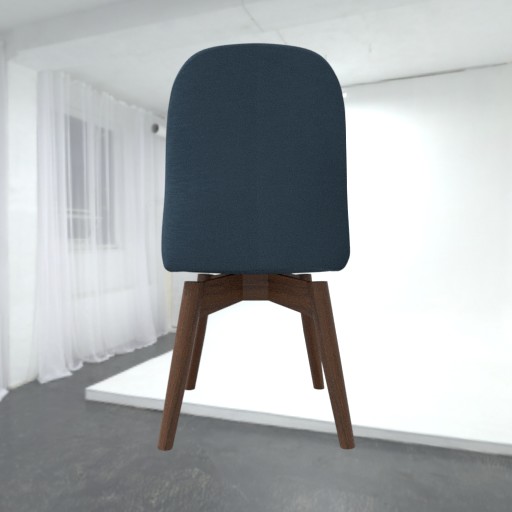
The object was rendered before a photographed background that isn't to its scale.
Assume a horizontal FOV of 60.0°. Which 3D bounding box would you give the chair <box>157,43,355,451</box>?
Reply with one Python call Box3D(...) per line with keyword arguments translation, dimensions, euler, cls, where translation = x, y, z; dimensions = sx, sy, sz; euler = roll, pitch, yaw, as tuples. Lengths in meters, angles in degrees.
Box3D(translation=(0.000, 0.000, 1.205), dimensions=(0.503, 0.882, 0.589), euler=(0, 1, -1), cls="chair")
